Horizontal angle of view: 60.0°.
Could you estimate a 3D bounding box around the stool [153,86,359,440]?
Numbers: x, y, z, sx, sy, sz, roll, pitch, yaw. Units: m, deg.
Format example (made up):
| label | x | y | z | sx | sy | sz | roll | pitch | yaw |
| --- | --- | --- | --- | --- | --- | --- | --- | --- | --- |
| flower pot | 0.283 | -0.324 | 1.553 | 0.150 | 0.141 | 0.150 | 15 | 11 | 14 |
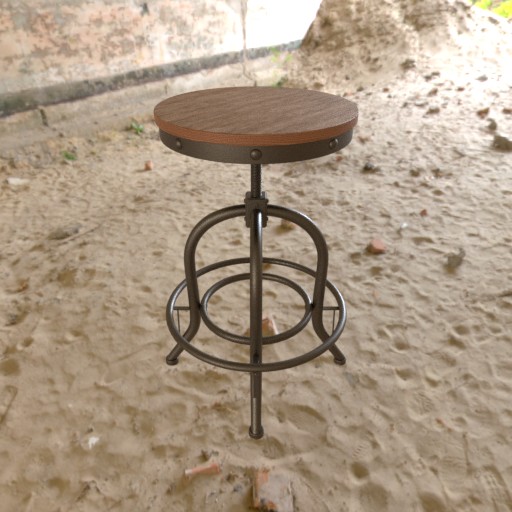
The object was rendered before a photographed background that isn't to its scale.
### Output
| label | x | y | z | sx | sy | sz | roll | pitch | yaw |
| --- | --- | --- | --- | --- | --- | --- | --- | --- | --- |
| stool | 0.000 | 0.000 | 0.925 | 0.439 | 0.609 | 0.439 | 0 | 31 | 0 |
